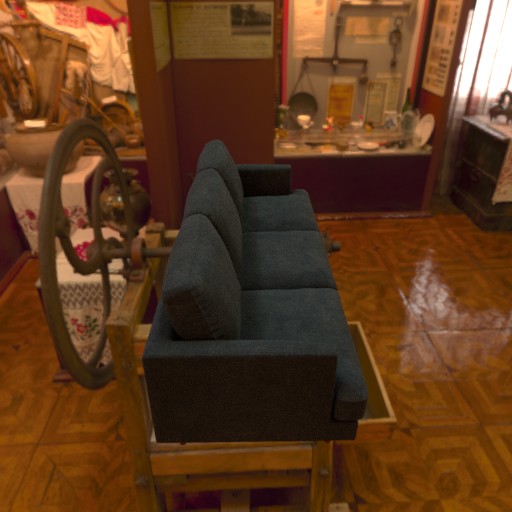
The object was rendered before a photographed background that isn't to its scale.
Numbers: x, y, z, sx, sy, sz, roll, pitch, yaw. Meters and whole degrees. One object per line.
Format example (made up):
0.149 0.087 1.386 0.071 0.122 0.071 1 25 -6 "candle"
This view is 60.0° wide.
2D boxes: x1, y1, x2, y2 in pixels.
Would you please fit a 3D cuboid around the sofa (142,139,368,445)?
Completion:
0.000 0.000 2.733 0.903 0.930 2.246 0 30 -1 "sofa"
